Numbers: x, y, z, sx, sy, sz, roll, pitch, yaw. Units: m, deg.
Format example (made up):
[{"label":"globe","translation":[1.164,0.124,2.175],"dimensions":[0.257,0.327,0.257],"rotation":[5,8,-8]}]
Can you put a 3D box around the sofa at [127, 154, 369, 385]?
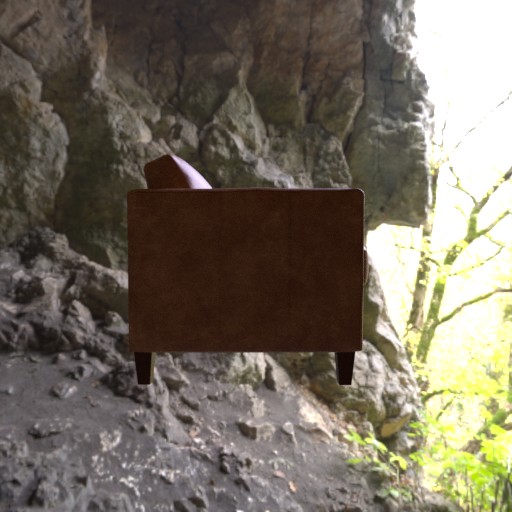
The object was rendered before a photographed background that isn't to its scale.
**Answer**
[{"label":"sofa","translation":[0.000,0.000,3.021],"dimensions":[1.045,1.006,2.464],"rotation":[0,2,0]}]
